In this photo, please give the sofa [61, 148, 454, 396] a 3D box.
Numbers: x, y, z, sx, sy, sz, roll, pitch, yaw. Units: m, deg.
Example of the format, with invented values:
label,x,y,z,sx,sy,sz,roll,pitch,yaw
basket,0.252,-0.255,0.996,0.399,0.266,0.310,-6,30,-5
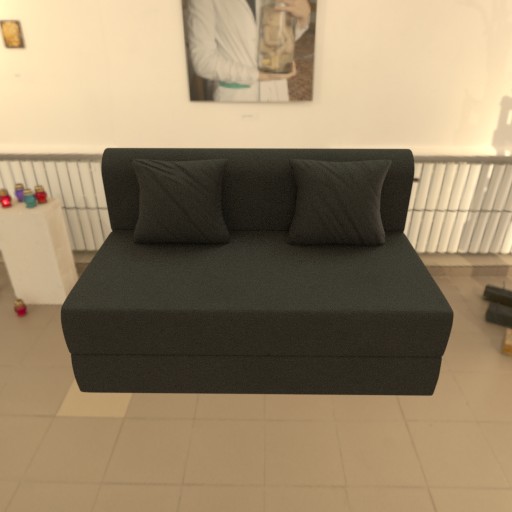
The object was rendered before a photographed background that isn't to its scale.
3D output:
label,x,y,z,sx,sy,sz,roll,pitch,yaw
sofa,0.000,0.000,1.684,1.225,0.670,0.762,0,29,1
